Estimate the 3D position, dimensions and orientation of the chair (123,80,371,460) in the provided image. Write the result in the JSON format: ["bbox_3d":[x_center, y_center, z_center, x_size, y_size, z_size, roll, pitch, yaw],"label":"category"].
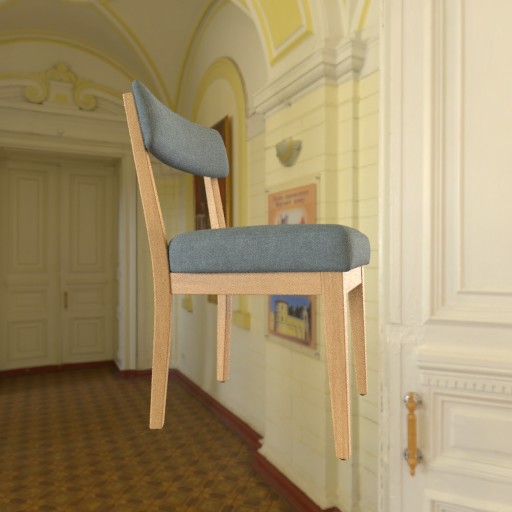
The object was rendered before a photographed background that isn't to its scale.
[{"bbox_3d":[0.000,0.000,1.195,0.572,0.832,0.508,0,1,19],"label":"chair"}]
